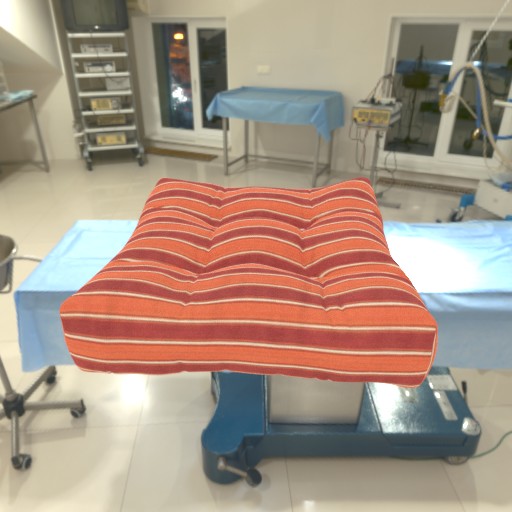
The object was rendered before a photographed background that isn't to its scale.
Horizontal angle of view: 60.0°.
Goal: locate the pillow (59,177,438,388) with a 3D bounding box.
[{"bbox_3d":[0.000,0.000,0.736,0.468,0.133,0.490,2,29,3],"label":"pillow"}]
